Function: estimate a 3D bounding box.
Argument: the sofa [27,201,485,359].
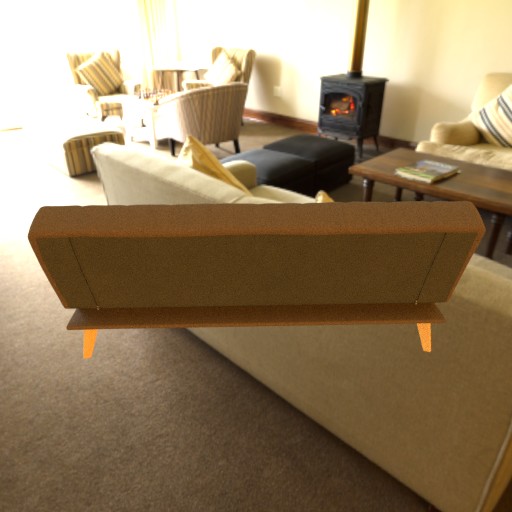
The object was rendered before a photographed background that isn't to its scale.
[{"bbox_3d":[0.000,0.000,2.251,1.800,0.810,0.860,-1,29,-1],"label":"sofa"}]
